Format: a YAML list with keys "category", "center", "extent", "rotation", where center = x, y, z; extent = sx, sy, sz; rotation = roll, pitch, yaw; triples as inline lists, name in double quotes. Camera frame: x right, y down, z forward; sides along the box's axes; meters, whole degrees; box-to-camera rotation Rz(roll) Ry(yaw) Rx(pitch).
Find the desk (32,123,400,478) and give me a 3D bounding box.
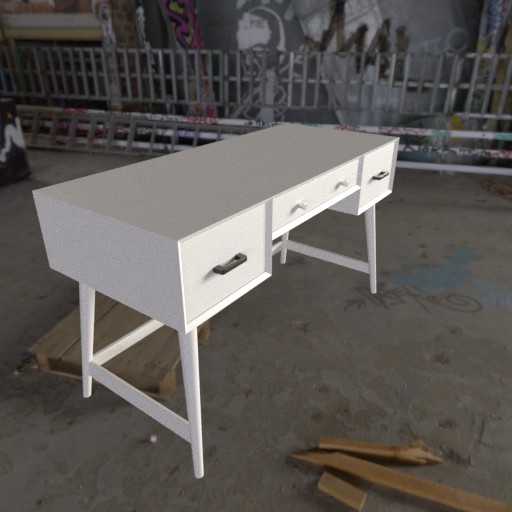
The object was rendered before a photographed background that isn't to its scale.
- category: "desk"
  center: [0.000, 0.000, 1.727]
  extent: [0.589, 0.762, 1.313]
  rotation: [18, 32, 32]
